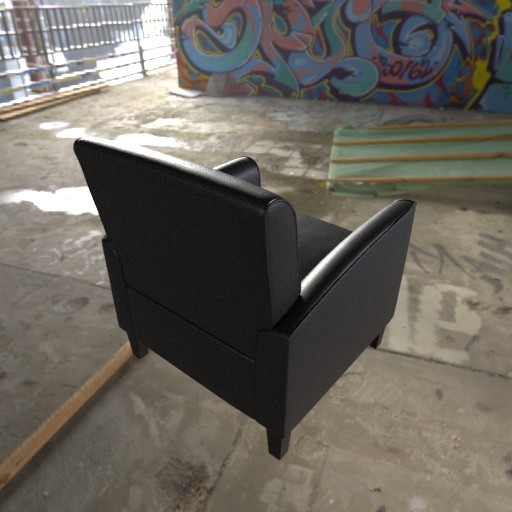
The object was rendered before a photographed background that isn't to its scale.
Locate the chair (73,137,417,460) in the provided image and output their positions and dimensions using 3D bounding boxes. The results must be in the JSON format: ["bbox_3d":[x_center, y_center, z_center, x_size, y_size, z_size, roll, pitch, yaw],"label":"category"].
[{"bbox_3d":[0.000,0.000,1.592,0.820,0.916,0.819,23,38,33],"label":"chair"}]
